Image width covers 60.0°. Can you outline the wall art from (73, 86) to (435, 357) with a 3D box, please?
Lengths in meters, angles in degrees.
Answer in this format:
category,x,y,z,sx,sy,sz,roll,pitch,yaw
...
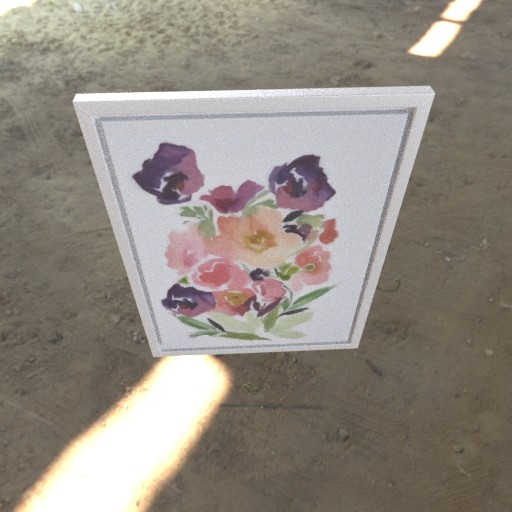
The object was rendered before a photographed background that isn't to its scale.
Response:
category,x,y,z,sx,sy,sz,roll,pitch,yaw
wall art,0.000,0.000,1.376,0.805,1.056,0.042,-2,46,-2
